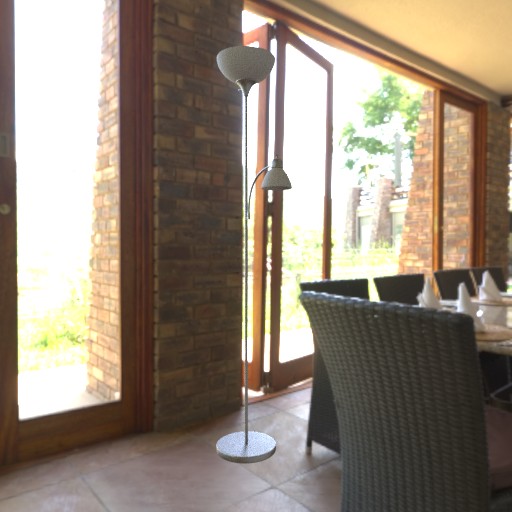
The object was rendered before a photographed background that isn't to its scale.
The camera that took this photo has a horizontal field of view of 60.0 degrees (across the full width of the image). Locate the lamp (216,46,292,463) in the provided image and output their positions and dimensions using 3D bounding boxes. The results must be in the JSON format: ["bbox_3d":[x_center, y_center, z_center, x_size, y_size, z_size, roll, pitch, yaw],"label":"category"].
[{"bbox_3d":[0.000,0.000,1.986,0.279,1.804,0.425,-1,1,-36],"label":"lamp"}]
